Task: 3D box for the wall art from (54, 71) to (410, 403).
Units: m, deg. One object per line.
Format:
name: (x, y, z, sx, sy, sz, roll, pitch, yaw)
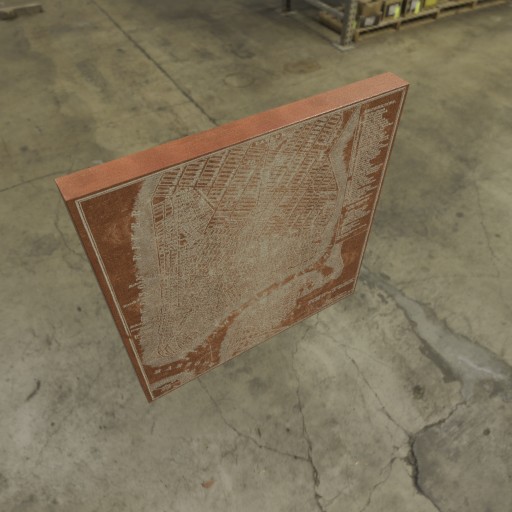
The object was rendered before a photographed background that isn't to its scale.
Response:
wall art: (0.000, 0.000, 0.607, 0.403, 0.403, 0.035, -24, 52, -21)
